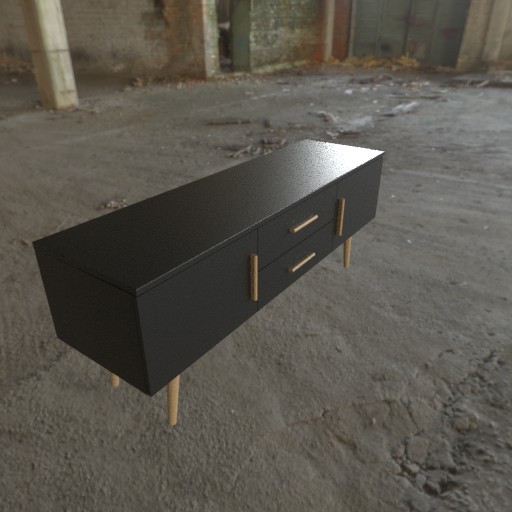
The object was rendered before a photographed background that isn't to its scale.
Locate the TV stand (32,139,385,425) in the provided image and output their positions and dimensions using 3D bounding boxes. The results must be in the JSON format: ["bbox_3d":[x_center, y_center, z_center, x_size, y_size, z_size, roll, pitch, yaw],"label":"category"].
[{"bbox_3d":[0.000,0.000,1.563,0.390,0.518,1.312,19,33,31],"label":"TV stand"}]
